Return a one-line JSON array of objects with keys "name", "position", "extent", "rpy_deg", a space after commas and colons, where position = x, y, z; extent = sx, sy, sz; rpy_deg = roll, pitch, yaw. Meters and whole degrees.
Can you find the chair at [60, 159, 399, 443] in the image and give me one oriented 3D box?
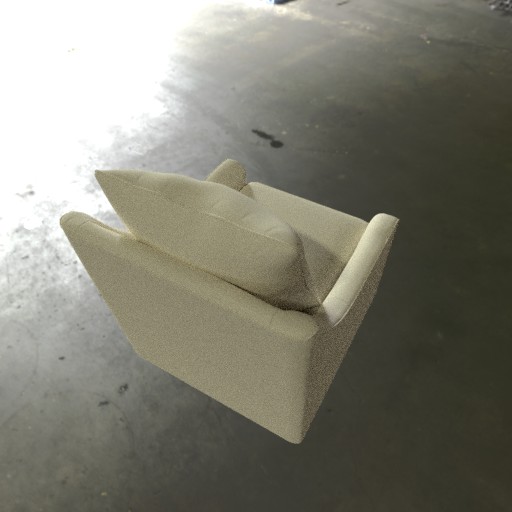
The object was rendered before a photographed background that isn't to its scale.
[{"name": "chair", "position": [0.000, 0.000, 1.546], "extent": [0.756, 0.965, 0.876], "rpy_deg": [23, 51, 20]}]
